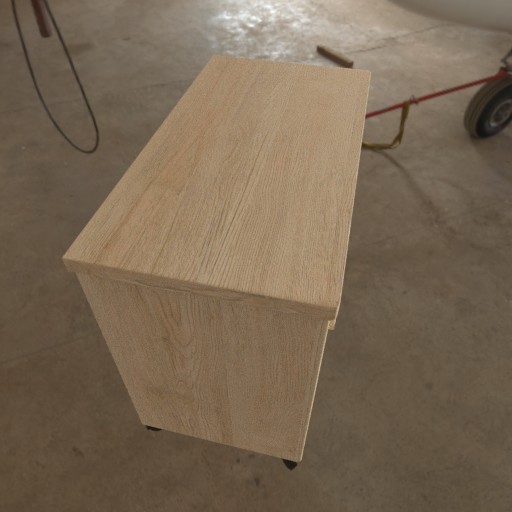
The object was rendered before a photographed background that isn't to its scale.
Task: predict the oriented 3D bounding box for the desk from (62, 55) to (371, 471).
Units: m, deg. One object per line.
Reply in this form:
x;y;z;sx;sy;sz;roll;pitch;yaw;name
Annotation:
0.000;0.000;1.302;0.480;0.770;0.885;10;47;9;desk
